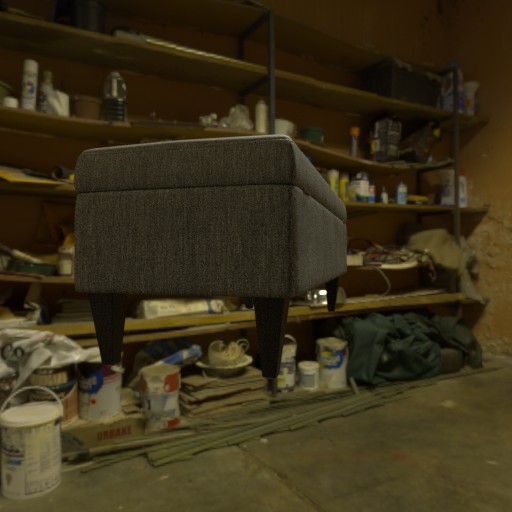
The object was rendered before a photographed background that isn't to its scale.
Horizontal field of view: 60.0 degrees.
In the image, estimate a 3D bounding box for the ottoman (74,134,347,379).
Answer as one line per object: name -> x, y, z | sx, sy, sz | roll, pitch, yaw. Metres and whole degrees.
ottoman -> 0.000, 0.000, 1.403 | 0.482, 0.469, 1.151 | 0, 0, 16
